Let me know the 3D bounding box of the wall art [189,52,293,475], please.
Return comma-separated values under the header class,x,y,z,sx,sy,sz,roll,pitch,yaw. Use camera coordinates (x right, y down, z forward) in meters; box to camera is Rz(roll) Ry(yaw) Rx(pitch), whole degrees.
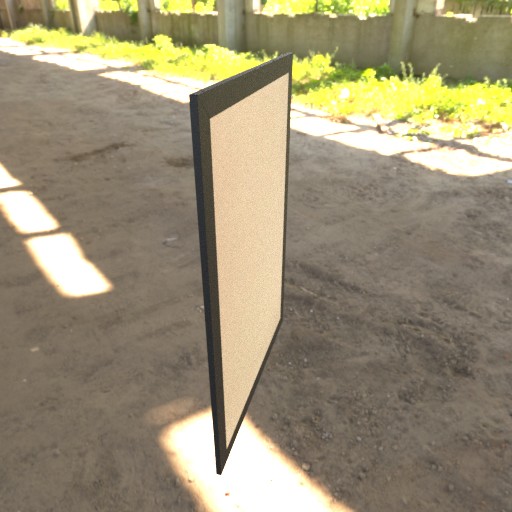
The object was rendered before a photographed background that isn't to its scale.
class,x,y,z,sx,sy,sz,roll,pitch,yaw
wall art,0.000,0.000,0.673,0.008,0.530,0.379,9,31,14
